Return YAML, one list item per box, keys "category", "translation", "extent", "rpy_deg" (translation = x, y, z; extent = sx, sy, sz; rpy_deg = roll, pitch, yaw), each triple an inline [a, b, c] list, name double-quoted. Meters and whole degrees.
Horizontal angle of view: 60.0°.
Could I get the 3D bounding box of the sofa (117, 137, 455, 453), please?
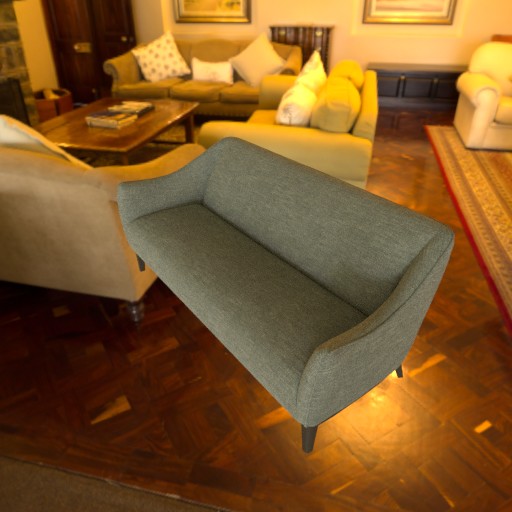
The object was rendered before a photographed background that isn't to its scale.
- category: "sofa"
  translation: [0.000, 0.000, 2.452]
  extent: [0.867, 0.829, 1.928]
  rpy_deg: [-20, 36, -30]
